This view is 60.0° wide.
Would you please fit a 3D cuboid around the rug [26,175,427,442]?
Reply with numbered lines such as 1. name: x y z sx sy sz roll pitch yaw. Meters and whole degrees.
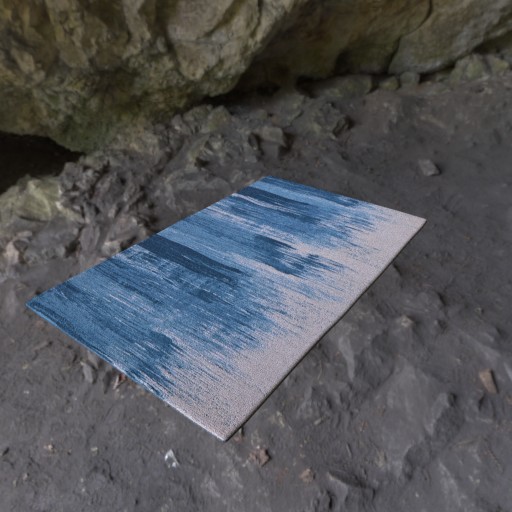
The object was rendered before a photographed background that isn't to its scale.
1. rug: 0.000 0.000 3.004 1.540 0.027 2.450 22 38 31
